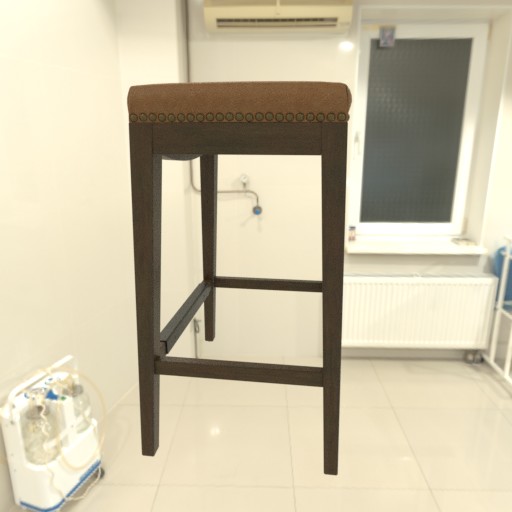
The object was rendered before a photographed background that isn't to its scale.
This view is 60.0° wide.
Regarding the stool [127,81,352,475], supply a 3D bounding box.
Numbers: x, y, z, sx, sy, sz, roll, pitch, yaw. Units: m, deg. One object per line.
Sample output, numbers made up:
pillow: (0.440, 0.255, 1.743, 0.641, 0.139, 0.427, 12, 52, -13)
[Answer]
stool: (0.000, 0.000, 0.953, 0.361, 0.660, 0.500, 2, 16, 8)
